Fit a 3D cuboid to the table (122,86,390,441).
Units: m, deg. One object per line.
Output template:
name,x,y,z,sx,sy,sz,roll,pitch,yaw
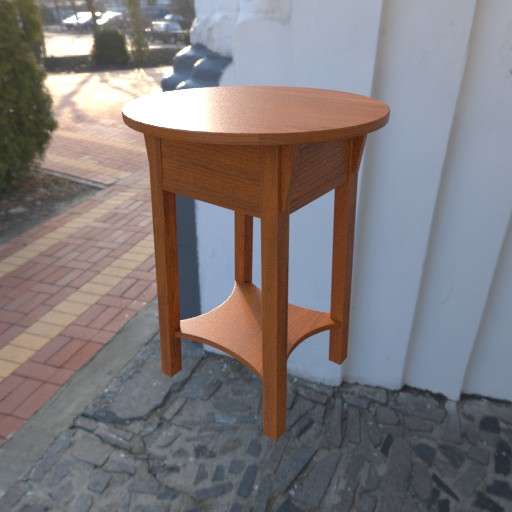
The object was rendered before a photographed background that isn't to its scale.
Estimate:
table,0.000,0.000,0.925,0.457,0.610,0.457,0,28,0
